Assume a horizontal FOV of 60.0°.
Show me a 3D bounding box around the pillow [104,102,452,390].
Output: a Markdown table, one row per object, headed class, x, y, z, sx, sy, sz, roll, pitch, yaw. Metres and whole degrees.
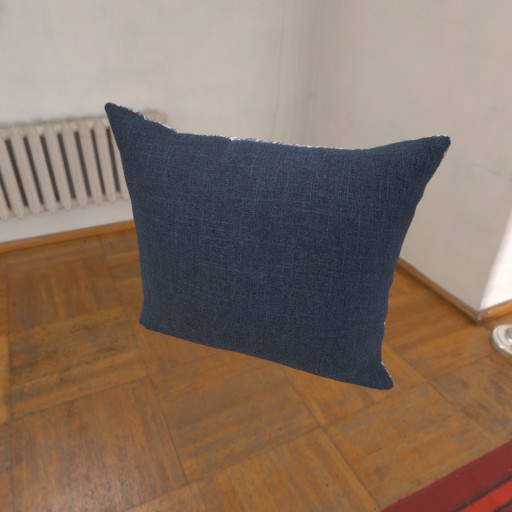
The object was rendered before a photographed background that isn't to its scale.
| class | x | y | z | sx | sy | sz | roll | pitch | yaw |
| --- | --- | --- | --- | --- | --- | --- | --- | --- | --- |
| pillow | 0.000 | 0.000 | 0.782 | 0.546 | 0.487 | 0.180 | 11 | 34 | 16 |
